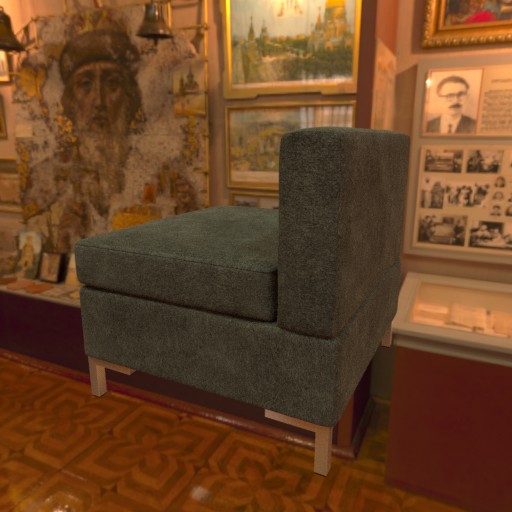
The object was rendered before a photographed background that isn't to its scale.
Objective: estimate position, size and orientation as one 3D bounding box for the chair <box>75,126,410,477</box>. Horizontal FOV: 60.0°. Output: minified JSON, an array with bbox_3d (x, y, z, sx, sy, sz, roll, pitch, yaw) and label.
[{"bbox_3d":[0.000,0.000,1.203,0.680,0.660,0.680,7,17,26],"label":"chair"}]
